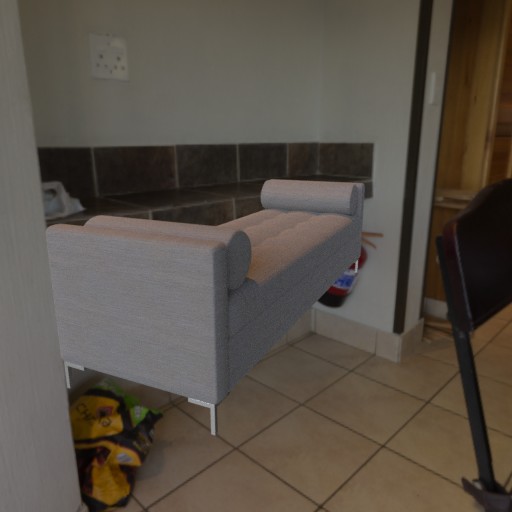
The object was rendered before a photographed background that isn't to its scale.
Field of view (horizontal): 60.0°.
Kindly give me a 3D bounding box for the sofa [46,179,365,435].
[{"bbox_3d":[0.000,0.000,2.326,0.686,0.635,1.981,7,17,25],"label":"sofa"}]
